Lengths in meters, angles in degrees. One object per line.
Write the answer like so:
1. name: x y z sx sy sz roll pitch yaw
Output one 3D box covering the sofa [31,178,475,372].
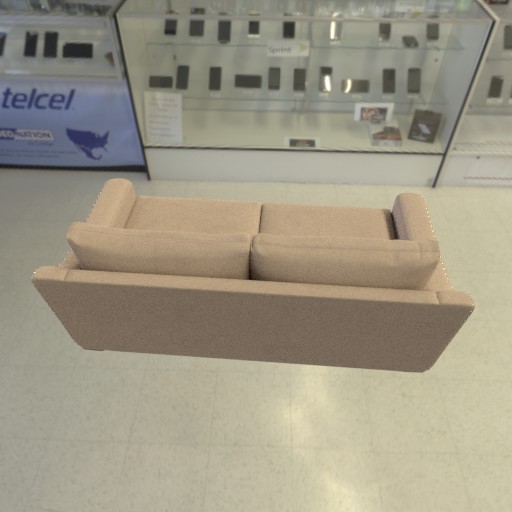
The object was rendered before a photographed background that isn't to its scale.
1. sofa: 0.000 0.000 2.508 1.967 0.901 1.030 3 46 3
